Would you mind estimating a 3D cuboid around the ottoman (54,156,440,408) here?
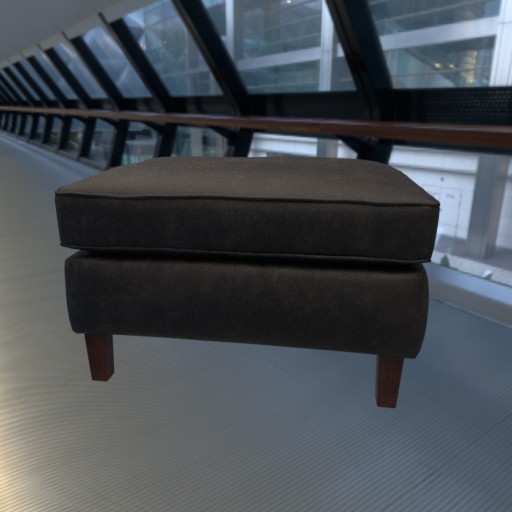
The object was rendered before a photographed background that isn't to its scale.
[{"bbox_3d":[0.000,0.000,0.982,0.665,0.413,0.501,3,18,8],"label":"ottoman"}]
